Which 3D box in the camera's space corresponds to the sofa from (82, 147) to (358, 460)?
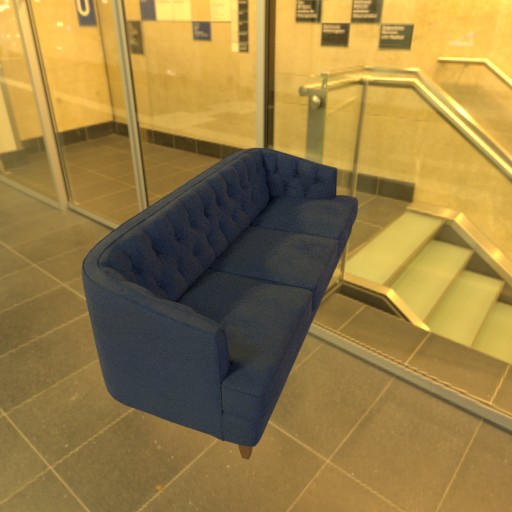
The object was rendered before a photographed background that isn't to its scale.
[{"bbox_3d":[0.000,0.000,2.776,0.941,0.855,2.278,10,30,18],"label":"sofa"}]
